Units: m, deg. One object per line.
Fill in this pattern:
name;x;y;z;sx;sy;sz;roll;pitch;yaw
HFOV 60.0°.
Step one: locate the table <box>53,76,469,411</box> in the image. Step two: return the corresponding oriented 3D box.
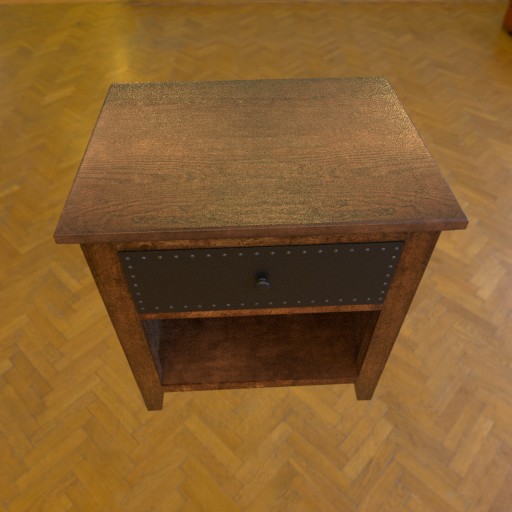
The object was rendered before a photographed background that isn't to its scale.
table;0.000;0.000;0.988;0.586;0.597;0.461;-2;46;-2
